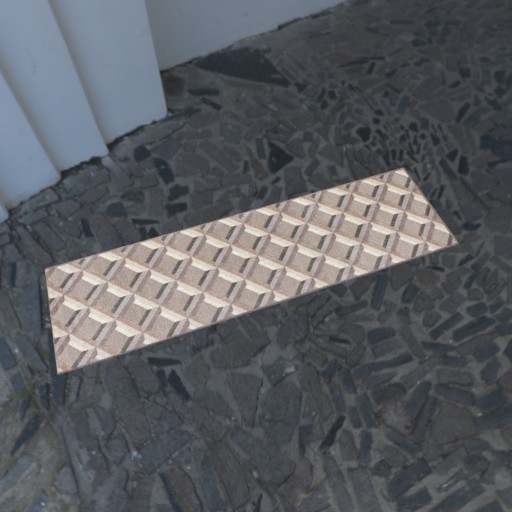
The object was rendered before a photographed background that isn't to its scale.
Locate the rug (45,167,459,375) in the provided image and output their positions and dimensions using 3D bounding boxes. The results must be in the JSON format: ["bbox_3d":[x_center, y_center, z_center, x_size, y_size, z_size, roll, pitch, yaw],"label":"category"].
[{"bbox_3d":[0.000,0.000,2.696,2.437,0.013,0.685,-17,59,-10],"label":"rug"}]
